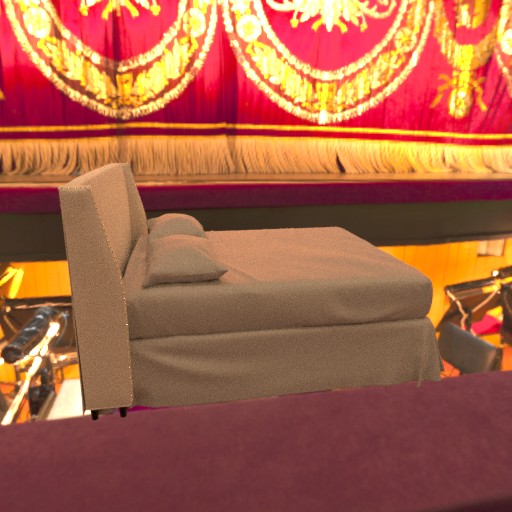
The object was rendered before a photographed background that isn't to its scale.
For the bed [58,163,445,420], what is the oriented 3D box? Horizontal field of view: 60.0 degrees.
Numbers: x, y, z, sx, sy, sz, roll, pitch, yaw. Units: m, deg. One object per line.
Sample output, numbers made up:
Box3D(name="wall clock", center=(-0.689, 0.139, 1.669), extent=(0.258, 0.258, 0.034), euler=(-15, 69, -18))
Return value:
Box3D(name="bed", center=(0.000, 0.000, 3.367), extent=(2.276, 1.332, 1.925), euler=(-3, 16, -9))
